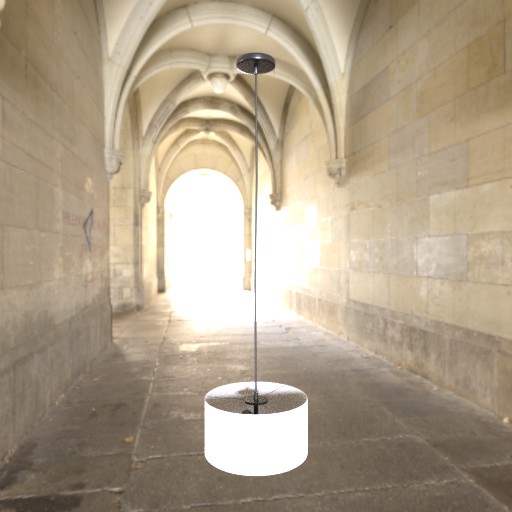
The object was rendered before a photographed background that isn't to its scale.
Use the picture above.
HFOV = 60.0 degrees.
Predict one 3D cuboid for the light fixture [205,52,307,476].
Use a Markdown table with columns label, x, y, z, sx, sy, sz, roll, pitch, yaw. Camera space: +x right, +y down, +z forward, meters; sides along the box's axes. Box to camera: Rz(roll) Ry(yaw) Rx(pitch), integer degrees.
| label | x | y | z | sx | sy | sz | roll | pitch | yaw |
| --- | --- | --- | --- | --- | --- | --- | --- | --- | --- |
| light fixture | 0.000 | 0.000 | 1.726 | 0.399 | 1.516 | 0.399 | 0 | 0 | 0 |
